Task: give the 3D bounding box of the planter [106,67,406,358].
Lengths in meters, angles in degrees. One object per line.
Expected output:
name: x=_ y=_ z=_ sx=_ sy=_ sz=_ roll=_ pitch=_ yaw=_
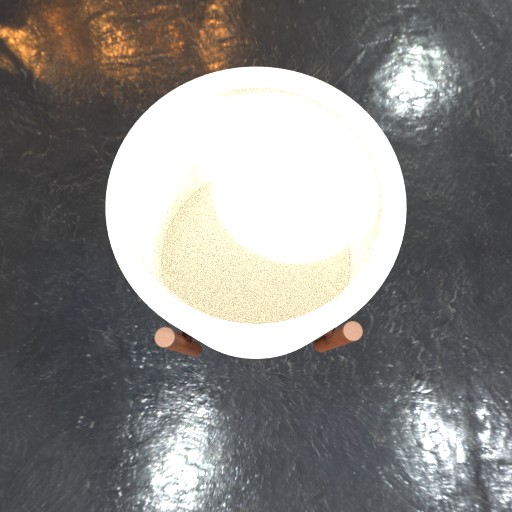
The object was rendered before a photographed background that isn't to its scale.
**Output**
planter: x=0.000 y=0.000 z=0.500 sx=0.224 sy=0.358 sz=0.224 roll=-2 pitch=75 yaw=-1
